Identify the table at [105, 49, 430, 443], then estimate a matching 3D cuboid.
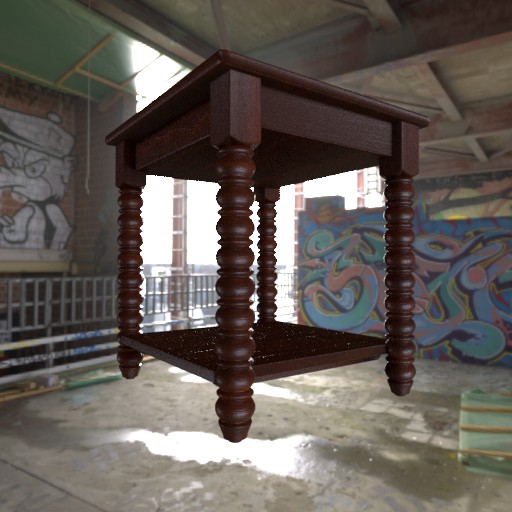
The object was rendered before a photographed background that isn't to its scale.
[{"bbox_3d":[0.000,0.000,0.971,0.500,0.567,0.533,1,-1,-36],"label":"table"}]
